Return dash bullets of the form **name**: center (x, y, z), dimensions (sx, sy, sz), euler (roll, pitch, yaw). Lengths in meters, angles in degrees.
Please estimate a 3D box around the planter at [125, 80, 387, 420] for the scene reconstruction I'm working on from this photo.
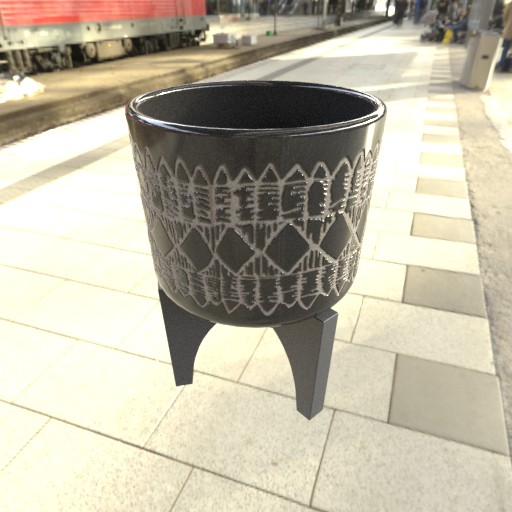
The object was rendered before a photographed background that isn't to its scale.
- **planter**: center (0.000, 0.000, 0.523), dimensions (0.251, 0.355, 0.251), euler (9, 31, 15)
